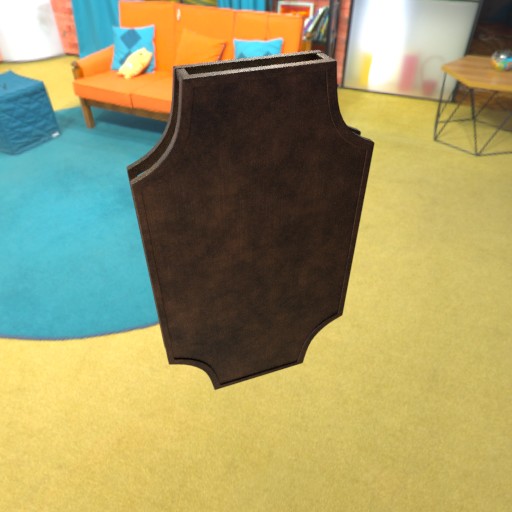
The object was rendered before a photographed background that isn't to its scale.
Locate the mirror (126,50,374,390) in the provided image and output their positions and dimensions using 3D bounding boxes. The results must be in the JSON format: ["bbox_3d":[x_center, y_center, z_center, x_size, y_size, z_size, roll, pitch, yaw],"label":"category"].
[{"bbox_3d":[0.000,0.000,0.974,0.462,0.811,0.066,-13,42,-15],"label":"mirror"}]
